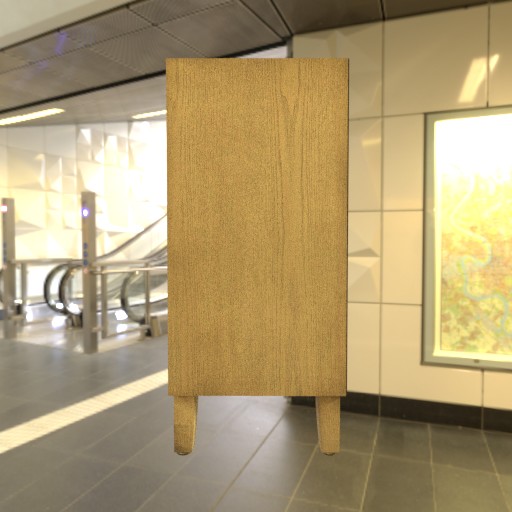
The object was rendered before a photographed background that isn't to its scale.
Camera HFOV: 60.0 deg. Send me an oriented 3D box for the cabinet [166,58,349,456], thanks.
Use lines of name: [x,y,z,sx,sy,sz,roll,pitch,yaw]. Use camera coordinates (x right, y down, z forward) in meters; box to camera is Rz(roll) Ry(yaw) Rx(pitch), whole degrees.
cabinet: [0.000,0.000,1.256,0.370,0.787,0.781,0,2,0]
